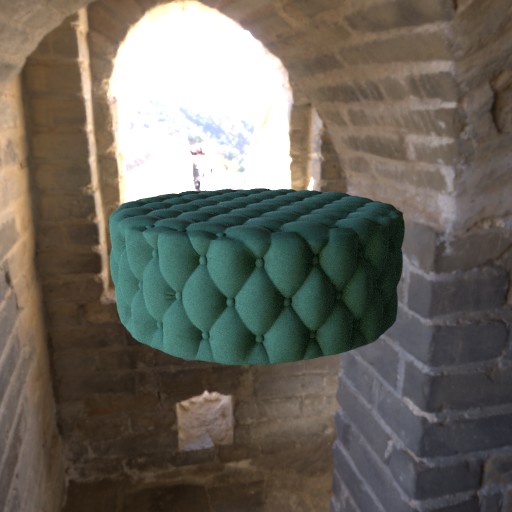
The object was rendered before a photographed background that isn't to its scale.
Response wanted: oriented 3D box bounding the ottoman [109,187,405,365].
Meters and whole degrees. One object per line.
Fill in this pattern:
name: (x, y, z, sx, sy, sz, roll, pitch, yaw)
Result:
ottoman: (0.000, 0.000, 1.585, 0.998, 0.399, 0.998, 0, 15, 0)
